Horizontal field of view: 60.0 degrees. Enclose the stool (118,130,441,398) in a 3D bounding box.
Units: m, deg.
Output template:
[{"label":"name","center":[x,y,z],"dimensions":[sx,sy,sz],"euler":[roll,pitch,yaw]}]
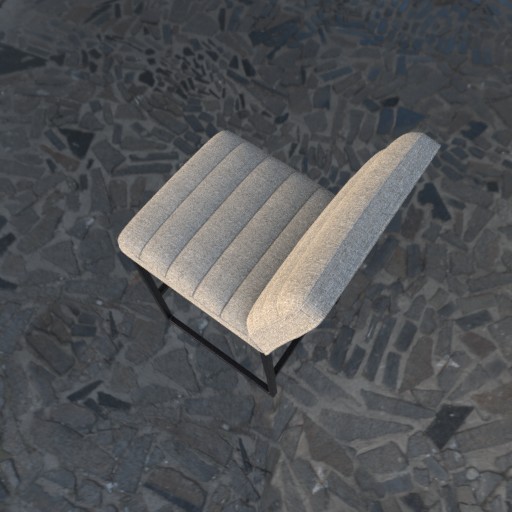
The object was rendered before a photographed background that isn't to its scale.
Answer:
[{"label":"stool","center":[0.000,0.000,1.241],"dimensions":[0.560,0.940,0.460],"euler":[33,68,15]}]
